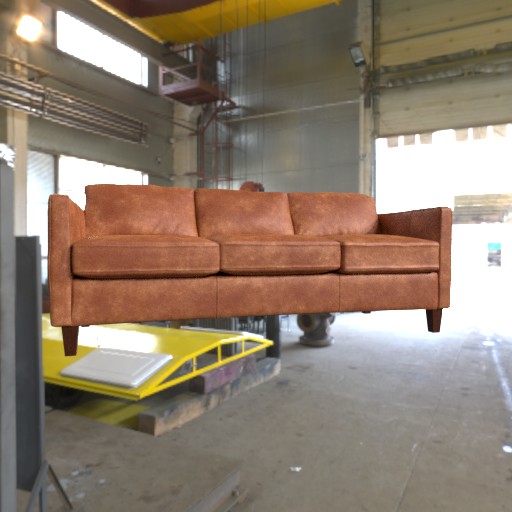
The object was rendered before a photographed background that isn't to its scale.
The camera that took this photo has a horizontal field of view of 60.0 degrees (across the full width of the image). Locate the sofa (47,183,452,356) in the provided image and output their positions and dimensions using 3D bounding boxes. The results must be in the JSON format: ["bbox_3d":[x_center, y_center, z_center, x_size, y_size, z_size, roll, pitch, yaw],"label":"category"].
[{"bbox_3d":[0.000,0.000,2.995,2.464,1.006,1.045,0,1,-16],"label":"sofa"}]
